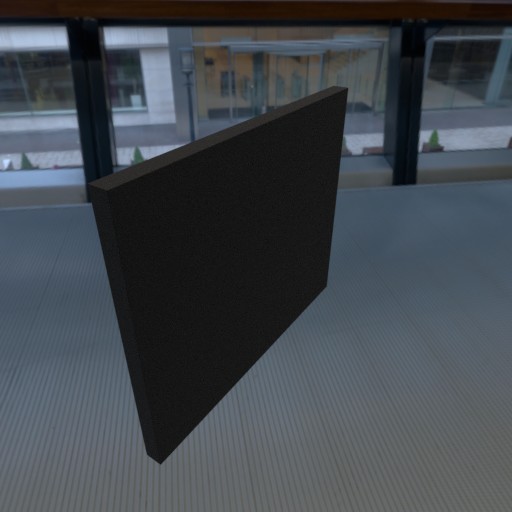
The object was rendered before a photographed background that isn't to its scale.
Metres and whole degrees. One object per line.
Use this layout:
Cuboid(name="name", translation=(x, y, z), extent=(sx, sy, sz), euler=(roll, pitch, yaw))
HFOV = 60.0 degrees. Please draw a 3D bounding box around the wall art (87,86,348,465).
Cuboid(name="wall art", translation=(0.000, 0.000, 0.758), extent=(0.031, 0.457, 0.558), euler=(20, 38, 29))
